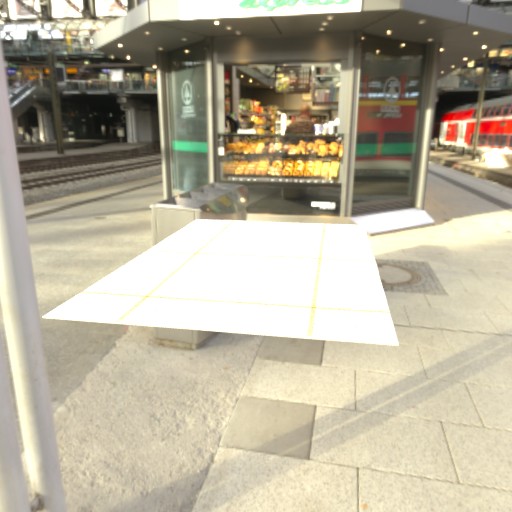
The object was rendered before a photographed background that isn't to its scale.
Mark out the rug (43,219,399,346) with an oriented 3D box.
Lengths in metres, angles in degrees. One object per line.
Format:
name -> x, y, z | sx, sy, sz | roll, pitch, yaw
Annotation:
rug -> 0.000, 0.000, 2.343 | 1.232, 0.015, 1.825 | 3, 16, 10
